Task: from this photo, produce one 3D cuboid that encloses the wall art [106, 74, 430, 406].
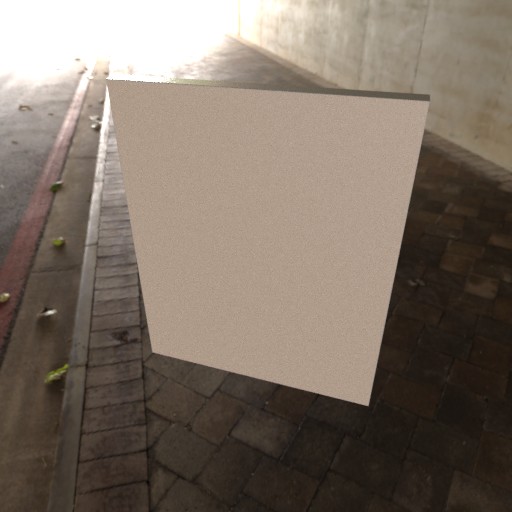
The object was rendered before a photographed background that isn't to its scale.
[{"bbox_3d":[0.000,0.000,0.753,0.452,0.549,0.038,10,33,15],"label":"wall art"}]
